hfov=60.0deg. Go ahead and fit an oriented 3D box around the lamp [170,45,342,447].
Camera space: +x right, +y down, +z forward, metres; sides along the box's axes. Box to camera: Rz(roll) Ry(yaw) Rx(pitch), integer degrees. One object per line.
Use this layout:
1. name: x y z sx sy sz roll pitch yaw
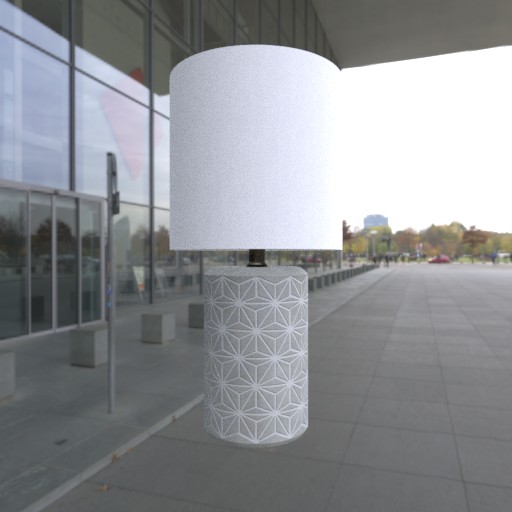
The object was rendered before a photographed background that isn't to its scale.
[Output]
1. lamp: 0.000 0.000 0.539 0.206 0.416 0.206 0 0 35
